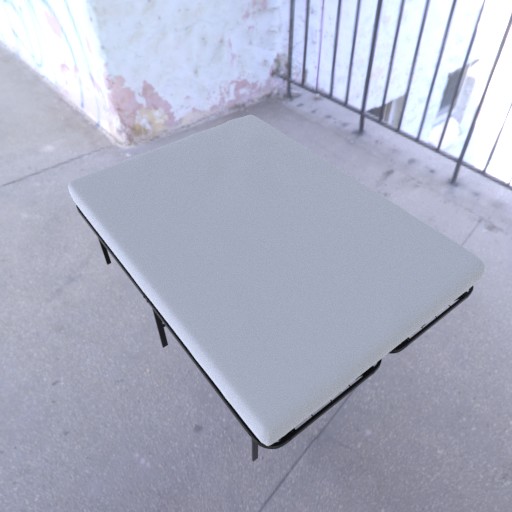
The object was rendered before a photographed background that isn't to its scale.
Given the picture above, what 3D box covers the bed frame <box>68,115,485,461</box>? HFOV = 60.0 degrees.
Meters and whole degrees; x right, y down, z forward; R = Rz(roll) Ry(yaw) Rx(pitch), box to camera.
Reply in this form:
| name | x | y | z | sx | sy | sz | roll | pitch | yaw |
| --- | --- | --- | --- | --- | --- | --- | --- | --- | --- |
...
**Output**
| name | x | y | z | sx | sy | sz | roll | pitch | yaw |
| --- | --- | --- | --- | --- | --- | --- | --- | --- | --- |
| bed frame | 0.000 | 0.000 | 2.544 | 1.372 | 0.637 | 1.905 | -29 | 52 | -26 |
